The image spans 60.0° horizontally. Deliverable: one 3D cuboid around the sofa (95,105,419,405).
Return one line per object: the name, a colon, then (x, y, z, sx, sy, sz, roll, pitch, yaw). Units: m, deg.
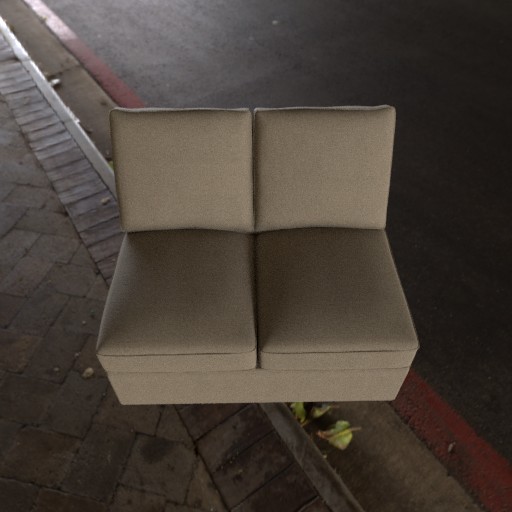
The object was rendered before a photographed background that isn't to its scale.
sofa: (0.000, 0.000, 1.940, 1.232, 1.006, 0.978, -1, 46, -1)
